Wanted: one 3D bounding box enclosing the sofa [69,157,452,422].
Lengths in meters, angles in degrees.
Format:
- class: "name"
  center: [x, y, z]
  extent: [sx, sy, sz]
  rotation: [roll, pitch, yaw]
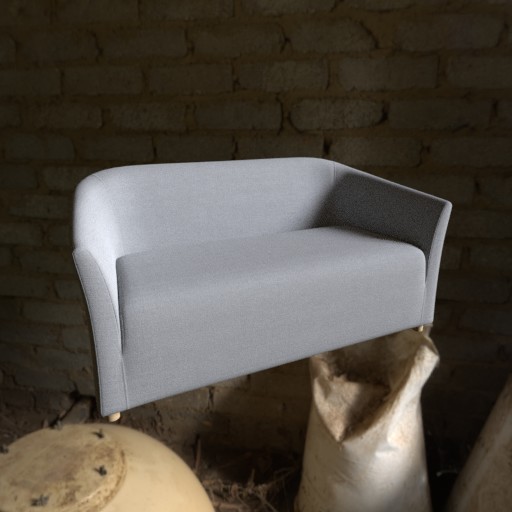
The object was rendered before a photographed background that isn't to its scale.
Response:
- class: "sofa"
  center: [0.000, 0.000, 1.839]
  extent: [1.452, 0.721, 0.705]
  rotation: [-9, 20, -26]
